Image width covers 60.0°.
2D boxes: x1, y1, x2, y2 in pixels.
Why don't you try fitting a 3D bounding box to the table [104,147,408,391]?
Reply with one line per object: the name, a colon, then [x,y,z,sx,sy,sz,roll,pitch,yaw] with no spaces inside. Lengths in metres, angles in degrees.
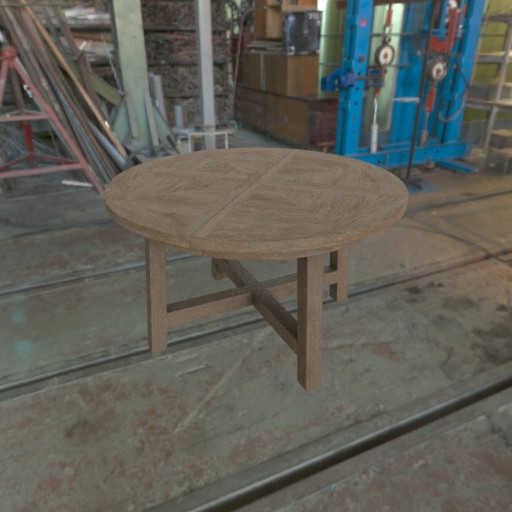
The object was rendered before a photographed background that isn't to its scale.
table: [0.000,0.000,2.177,1.319,0.762,1.319,0,27,0]
